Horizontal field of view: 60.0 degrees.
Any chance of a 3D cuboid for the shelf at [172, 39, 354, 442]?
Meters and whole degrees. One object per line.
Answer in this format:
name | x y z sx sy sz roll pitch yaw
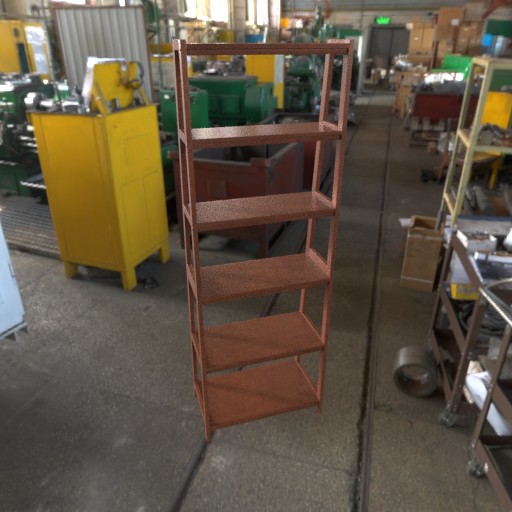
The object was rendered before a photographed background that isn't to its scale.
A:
shelf | 0.000 0.000 2.155 0.660 1.892 0.382 -8 27 -16
